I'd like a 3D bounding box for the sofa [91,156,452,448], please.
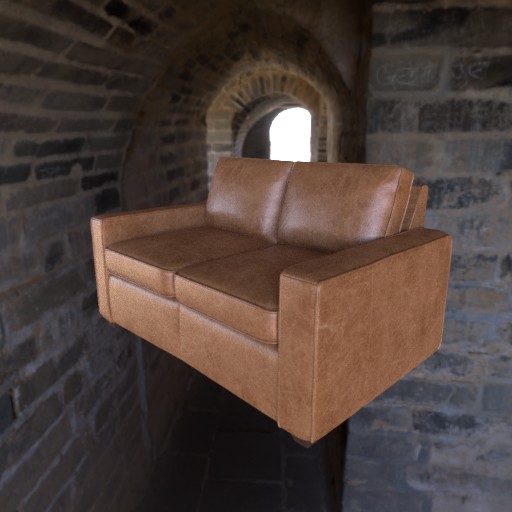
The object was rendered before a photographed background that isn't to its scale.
[{"bbox_3d":[0.000,0.000,2.163,1.020,0.896,1.532,-14,21,-42],"label":"sofa"}]
